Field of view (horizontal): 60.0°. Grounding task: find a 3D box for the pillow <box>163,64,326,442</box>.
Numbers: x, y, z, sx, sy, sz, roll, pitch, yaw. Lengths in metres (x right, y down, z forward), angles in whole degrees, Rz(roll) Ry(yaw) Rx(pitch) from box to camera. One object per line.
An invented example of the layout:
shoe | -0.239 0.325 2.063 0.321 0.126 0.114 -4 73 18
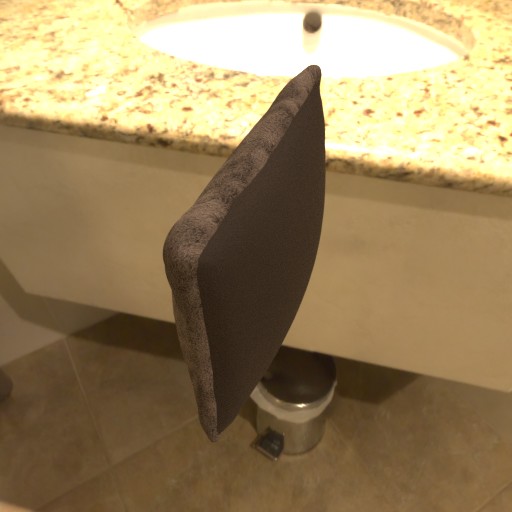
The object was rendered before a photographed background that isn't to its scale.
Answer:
pillow | 0.000 0.000 0.821 0.204 0.520 0.522 16 49 15
